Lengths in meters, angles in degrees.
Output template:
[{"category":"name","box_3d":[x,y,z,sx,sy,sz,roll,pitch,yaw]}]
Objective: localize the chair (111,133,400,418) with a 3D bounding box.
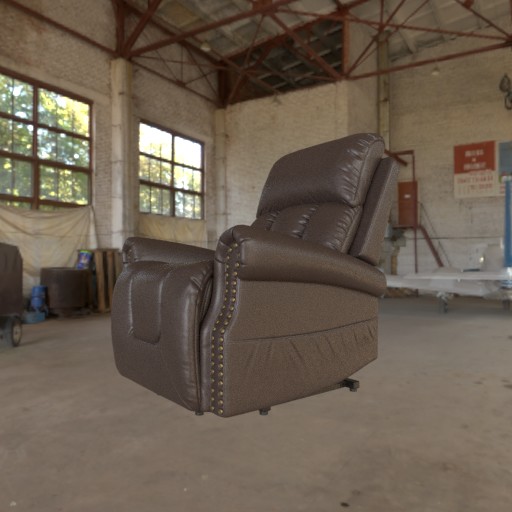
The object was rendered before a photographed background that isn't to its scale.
[{"category":"chair","box_3d":[0.000,0.000,1.752,0.978,1.028,0.869,1,-1,-38]}]
